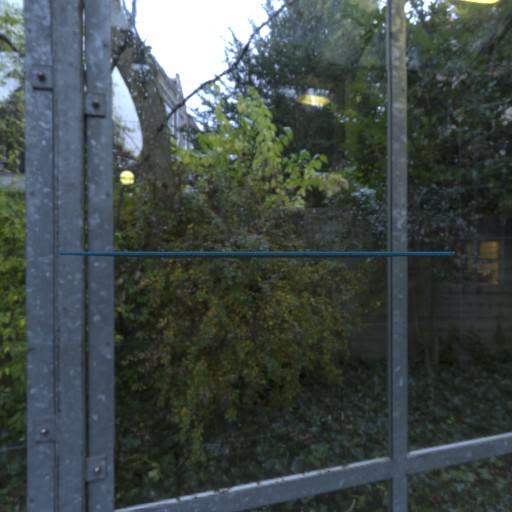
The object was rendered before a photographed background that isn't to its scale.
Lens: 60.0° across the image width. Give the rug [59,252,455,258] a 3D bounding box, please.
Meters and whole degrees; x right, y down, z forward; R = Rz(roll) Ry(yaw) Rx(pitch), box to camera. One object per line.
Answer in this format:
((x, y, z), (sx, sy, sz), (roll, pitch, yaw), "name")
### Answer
((0.000, 0.000, 2.890), (1.594, 0.013, 2.213), (0, -1, 0), "rug")
